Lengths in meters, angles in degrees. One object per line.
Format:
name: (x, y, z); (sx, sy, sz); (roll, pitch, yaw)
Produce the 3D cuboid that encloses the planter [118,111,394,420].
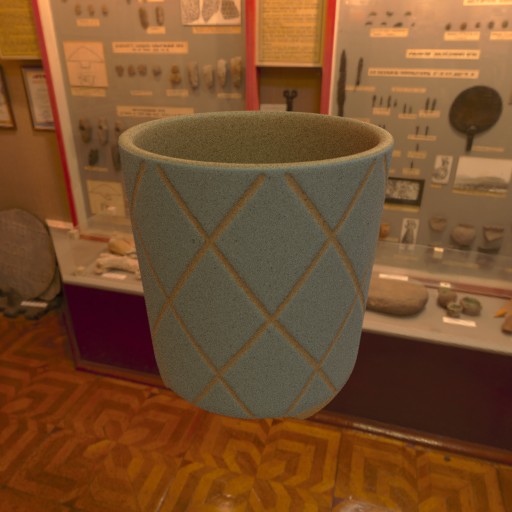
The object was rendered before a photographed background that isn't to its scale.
planter: (0.000, 0.000, 0.361); (0.191, 0.200, 0.191); (0, 27, 0)
